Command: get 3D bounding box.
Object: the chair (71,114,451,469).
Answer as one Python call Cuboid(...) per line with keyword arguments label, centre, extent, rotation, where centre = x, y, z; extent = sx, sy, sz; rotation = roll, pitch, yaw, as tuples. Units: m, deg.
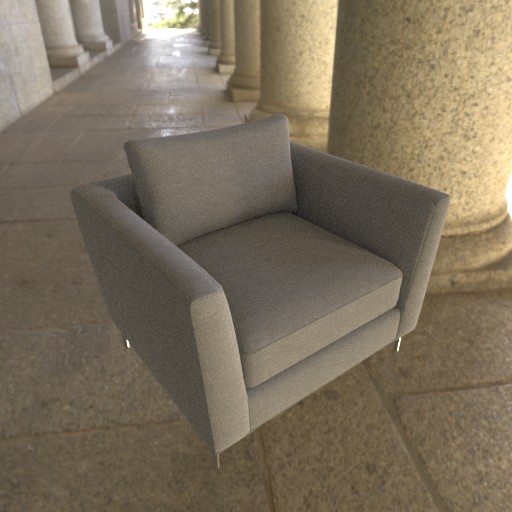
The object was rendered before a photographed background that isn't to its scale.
Cuboid(label="chair", centre=(0.000, 0.000, 1.669), extent=(1.041, 0.864, 0.889), rotation=(-21, 36, -31))
